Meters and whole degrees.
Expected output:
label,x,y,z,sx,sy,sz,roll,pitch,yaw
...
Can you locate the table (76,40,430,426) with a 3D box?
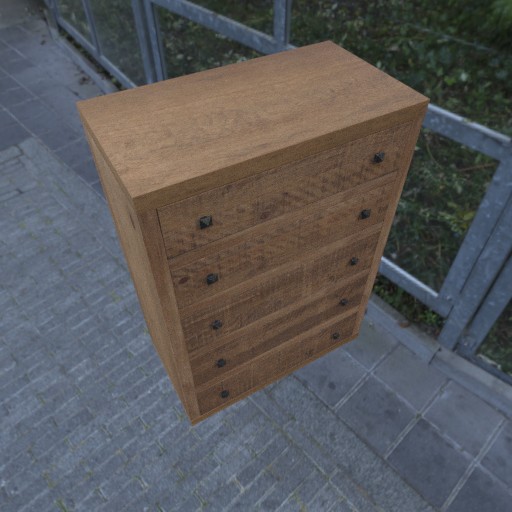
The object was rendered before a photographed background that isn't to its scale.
label,x,y,z,sx,sy,sz,roll,pitch,yaw
table,0.000,0.000,1.749,0.901,1.294,0.524,-23,51,-20
